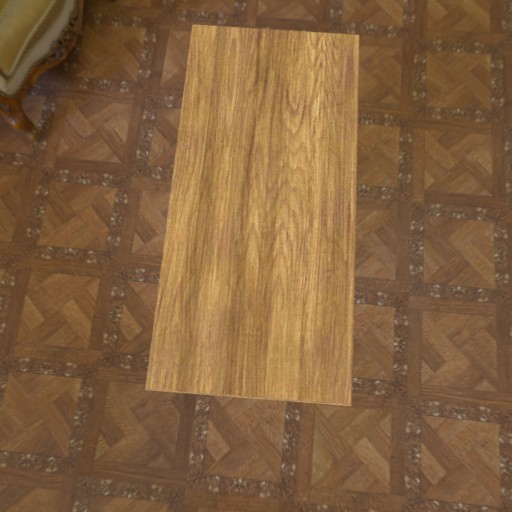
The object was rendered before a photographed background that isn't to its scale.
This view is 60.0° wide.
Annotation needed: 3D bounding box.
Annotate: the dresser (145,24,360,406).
[{"bbox_3d":[0.000,0.000,1.916,0.558,1.431,1.081,4,76,1],"label":"dresser"}]
